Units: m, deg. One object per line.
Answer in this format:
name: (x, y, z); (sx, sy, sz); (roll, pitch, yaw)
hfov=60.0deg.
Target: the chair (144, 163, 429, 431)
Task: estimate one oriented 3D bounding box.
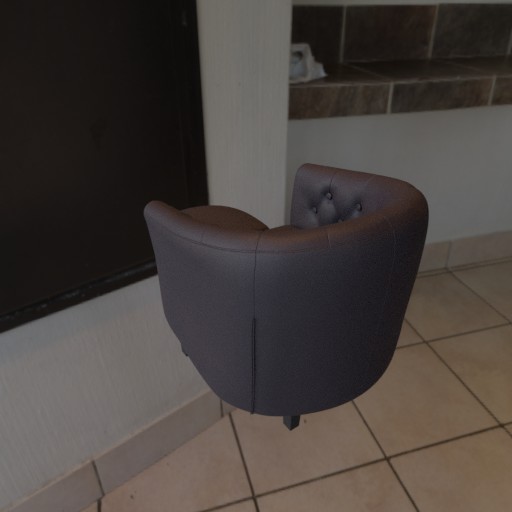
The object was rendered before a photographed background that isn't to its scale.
chair: (0.000, 0.000, 1.668); (0.763, 0.760, 1.191); (-19, 36, -29)
